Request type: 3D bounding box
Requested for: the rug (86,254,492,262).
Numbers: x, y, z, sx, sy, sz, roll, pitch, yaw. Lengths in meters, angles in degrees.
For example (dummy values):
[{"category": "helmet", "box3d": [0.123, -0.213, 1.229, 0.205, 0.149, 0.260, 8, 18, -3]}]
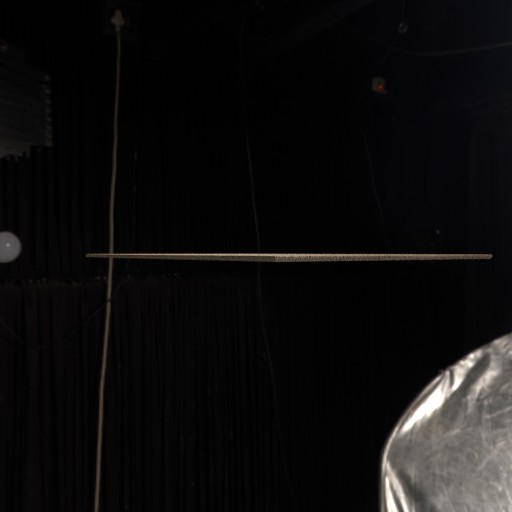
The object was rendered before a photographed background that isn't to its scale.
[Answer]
[{"category": "rug", "box3d": [0.000, 0.000, 3.418, 1.800, 0.025, 2.699, 0, 0, -36]}]
